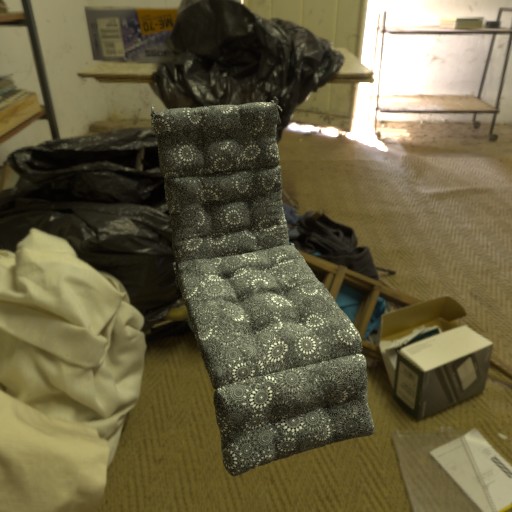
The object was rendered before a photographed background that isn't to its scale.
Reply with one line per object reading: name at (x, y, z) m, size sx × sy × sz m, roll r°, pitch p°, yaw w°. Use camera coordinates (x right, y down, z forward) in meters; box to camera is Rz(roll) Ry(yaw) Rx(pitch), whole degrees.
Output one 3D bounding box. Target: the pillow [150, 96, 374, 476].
pillow at (0.000, 0.000, 1.525) m, size 0.526 × 0.863 × 1.016 m, roll -10°, pitch 33°, yaw -15°
